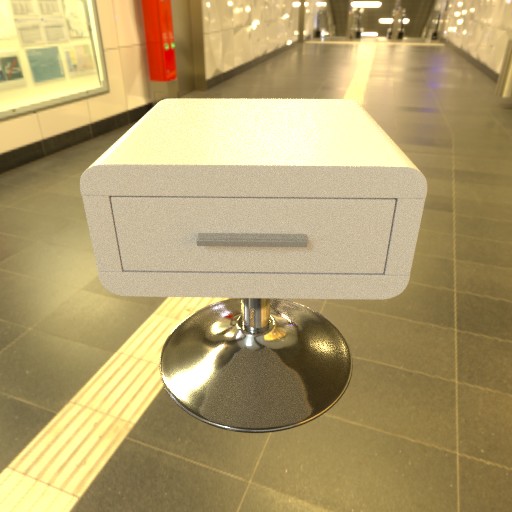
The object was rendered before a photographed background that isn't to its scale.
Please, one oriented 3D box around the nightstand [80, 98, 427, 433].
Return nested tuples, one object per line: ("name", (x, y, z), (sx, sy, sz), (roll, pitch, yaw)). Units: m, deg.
("nightstand", (0.000, 0.000, 0.766), (0.399, 0.447, 0.404), (1, 30, 1))
